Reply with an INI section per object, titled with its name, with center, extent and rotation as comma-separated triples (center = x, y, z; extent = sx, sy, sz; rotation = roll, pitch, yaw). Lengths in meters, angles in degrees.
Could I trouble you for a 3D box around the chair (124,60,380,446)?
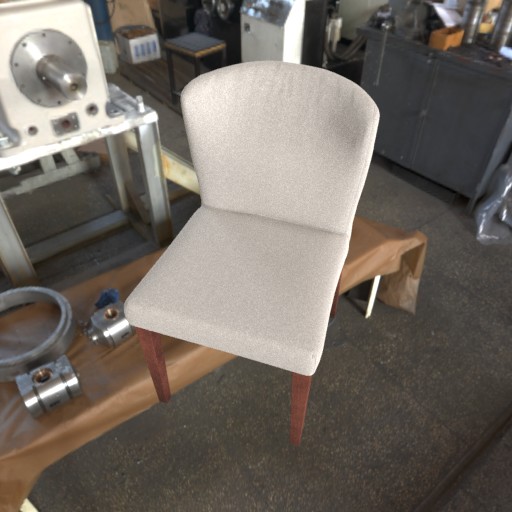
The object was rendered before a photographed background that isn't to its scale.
[chair]
center = 0.000, 0.000, 1.198
extent = 0.491, 0.839, 0.592
rotation = 13, 43, 14
